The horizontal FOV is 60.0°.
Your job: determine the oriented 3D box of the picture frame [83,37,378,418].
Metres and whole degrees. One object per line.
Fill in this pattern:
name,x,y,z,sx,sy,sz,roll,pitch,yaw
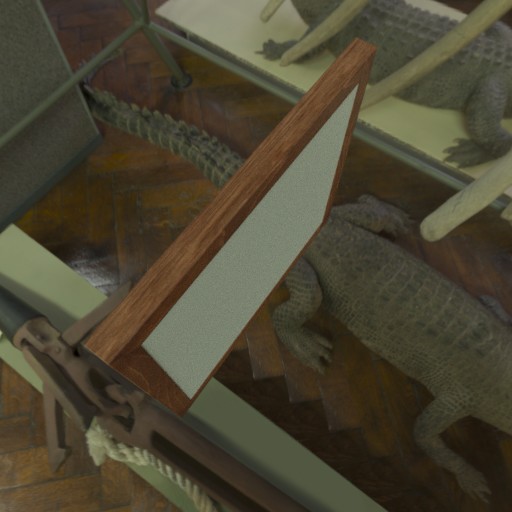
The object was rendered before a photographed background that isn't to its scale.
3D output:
picture frame,0.000,0.000,0.520,0.025,0.330,0.381,32,68,15
